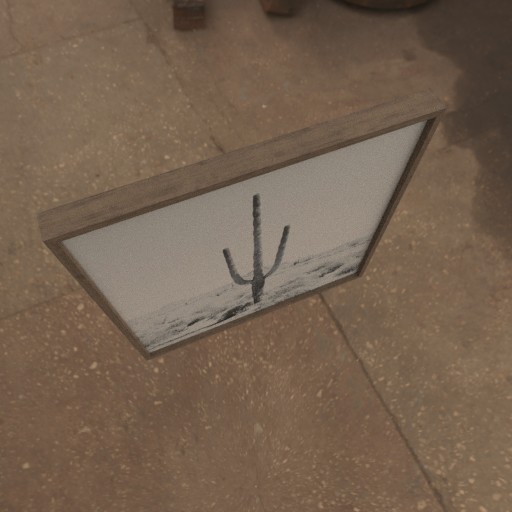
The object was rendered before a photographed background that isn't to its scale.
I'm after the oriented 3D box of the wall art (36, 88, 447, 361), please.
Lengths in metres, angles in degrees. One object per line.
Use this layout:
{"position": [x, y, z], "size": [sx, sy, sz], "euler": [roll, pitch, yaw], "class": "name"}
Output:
{"position": [0.000, 0.000, 0.750], "size": [0.508, 0.508, 0.038], "euler": [-20, 64, -10], "class": "wall art"}
